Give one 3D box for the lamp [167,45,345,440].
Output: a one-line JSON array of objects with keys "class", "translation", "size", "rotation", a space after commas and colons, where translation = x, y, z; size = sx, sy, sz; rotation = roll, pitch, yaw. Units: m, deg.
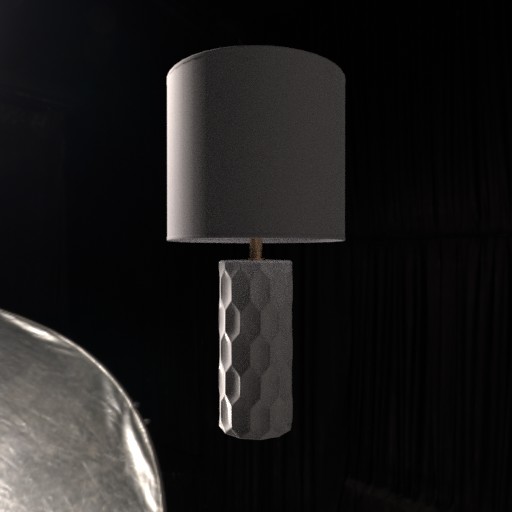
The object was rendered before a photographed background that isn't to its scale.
[{"class": "lamp", "translation": [0.000, 0.000, 0.701], "size": [0.277, 0.537, 0.277], "rotation": [0, 0, 37]}]
